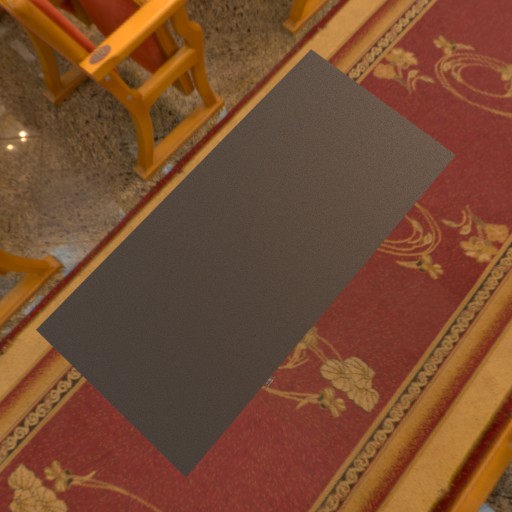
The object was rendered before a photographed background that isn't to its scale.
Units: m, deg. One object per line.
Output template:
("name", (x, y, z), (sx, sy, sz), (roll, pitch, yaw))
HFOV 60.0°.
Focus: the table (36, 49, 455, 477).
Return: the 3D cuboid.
("table", (0.000, 0.000, 1.377), (0.550, 0.400, 1.100), (40, 80, 9))
